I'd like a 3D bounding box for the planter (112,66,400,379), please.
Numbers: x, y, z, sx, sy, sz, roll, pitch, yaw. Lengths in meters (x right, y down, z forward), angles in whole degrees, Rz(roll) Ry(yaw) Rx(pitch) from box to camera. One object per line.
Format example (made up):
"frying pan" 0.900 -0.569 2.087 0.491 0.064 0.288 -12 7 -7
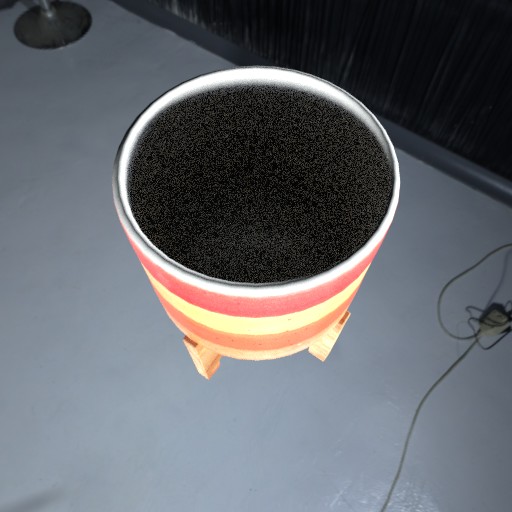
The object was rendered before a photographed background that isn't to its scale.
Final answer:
"planter" 0.000 0.000 0.411 0.199 0.268 0.199 0 62 0
